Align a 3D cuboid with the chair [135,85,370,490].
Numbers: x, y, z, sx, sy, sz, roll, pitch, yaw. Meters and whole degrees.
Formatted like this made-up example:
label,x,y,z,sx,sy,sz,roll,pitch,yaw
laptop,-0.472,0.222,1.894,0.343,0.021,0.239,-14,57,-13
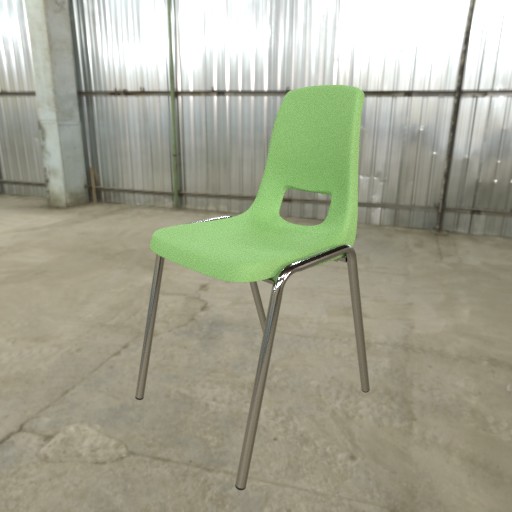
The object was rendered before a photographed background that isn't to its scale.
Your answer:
label,x,y,z,sx,sy,sz,roll,pitch,yaw
chair,0.000,0.000,0.953,0.436,0.704,0.381,-16,24,-41
